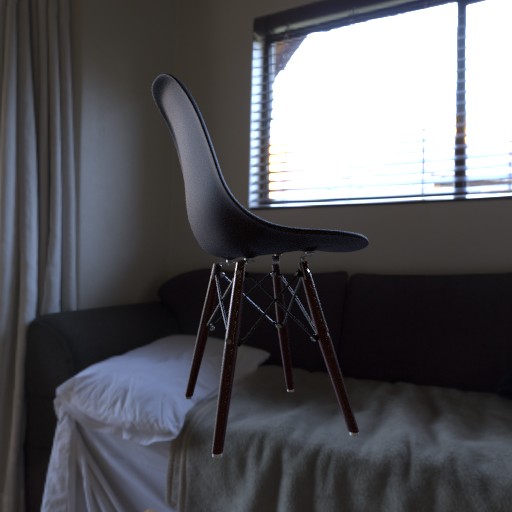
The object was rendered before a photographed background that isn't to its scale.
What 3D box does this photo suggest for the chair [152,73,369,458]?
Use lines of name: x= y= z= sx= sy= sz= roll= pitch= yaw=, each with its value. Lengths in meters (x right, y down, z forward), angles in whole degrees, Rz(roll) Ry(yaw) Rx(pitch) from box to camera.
chair: x=0.000 y=0.000 z=1.151 sx=0.533 sy=0.826 sz=0.470 roll=1 pitch=-2 yaw=-18
